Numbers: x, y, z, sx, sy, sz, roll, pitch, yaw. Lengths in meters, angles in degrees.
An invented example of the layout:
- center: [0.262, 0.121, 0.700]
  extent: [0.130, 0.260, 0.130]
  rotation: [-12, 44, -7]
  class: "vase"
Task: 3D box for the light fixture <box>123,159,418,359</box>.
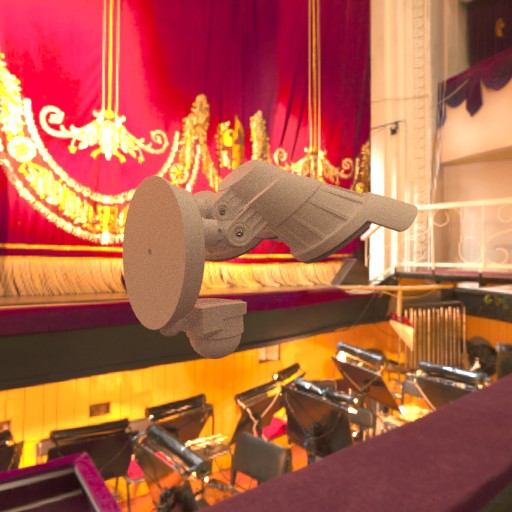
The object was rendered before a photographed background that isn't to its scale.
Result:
- center: [0.000, 0.000, 0.548]
  extent: [0.278, 0.237, 0.369]
  rotation: [0, 0, -37]
  class: "light fixture"
